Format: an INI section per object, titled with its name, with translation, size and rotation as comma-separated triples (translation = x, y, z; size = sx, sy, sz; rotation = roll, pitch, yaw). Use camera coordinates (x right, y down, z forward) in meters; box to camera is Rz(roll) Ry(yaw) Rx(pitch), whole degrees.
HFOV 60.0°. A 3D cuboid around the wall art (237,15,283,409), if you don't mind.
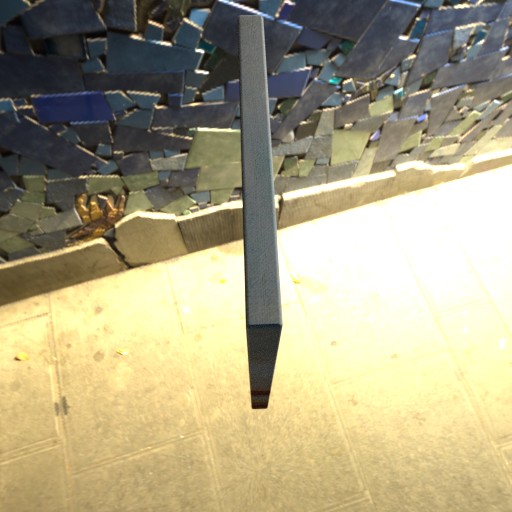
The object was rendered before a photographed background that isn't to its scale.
[wall art]
translation = 0.000, 0.000, 0.783
size = 0.035, 0.605, 0.443
rotation = -2, 64, -1
